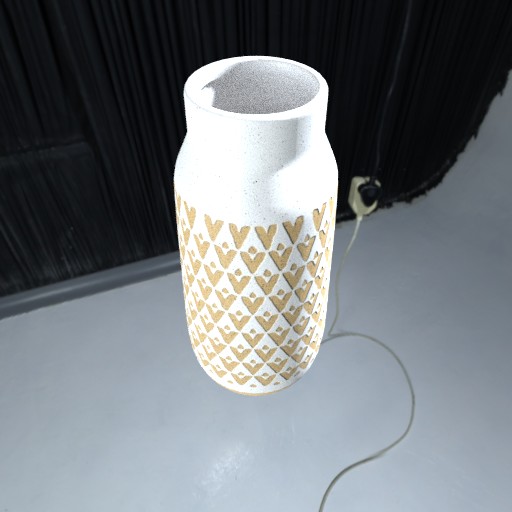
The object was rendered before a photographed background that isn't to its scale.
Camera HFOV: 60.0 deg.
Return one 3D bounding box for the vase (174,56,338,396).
[{"bbox_3d":[0.000,0.000,0.386,0.137,0.307,0.137,0,45,0],"label":"vase"}]
